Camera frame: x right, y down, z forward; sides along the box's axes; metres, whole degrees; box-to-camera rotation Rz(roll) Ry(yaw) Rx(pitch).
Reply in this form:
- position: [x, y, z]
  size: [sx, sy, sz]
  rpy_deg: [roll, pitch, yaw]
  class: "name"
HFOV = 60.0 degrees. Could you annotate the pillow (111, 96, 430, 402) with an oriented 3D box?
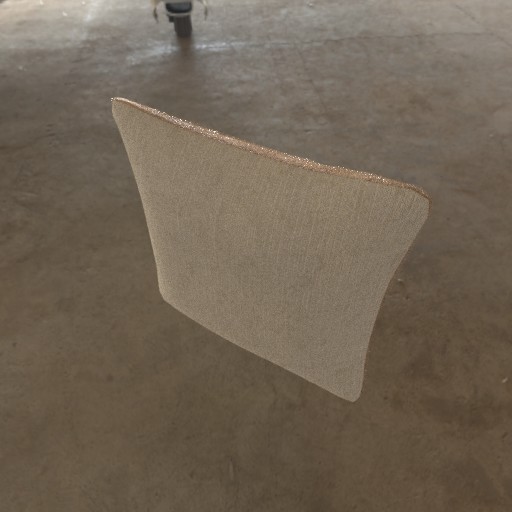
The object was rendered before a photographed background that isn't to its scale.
- position: [0.000, 0.000, 0.830]
  size: [0.538, 0.525, 0.216]
  rpy_deg: [23, 50, 22]
  class: "pillow"
